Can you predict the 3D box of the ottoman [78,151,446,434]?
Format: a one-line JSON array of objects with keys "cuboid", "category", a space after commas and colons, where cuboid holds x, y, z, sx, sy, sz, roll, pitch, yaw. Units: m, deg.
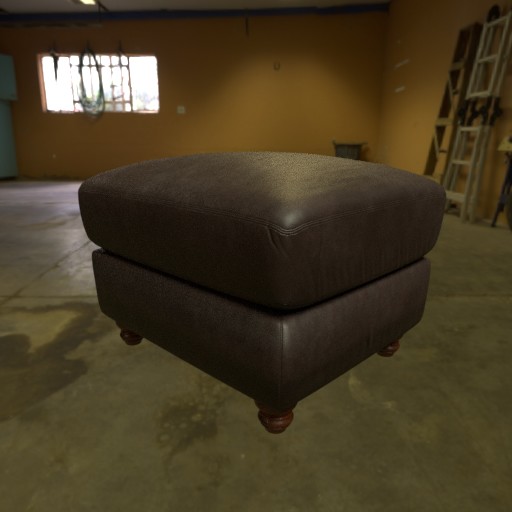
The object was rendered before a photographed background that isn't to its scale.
[{"cuboid": [0.000, 0.000, 1.253, 0.806, 0.569, 0.670, 14, 21, 43], "category": "ottoman"}]
